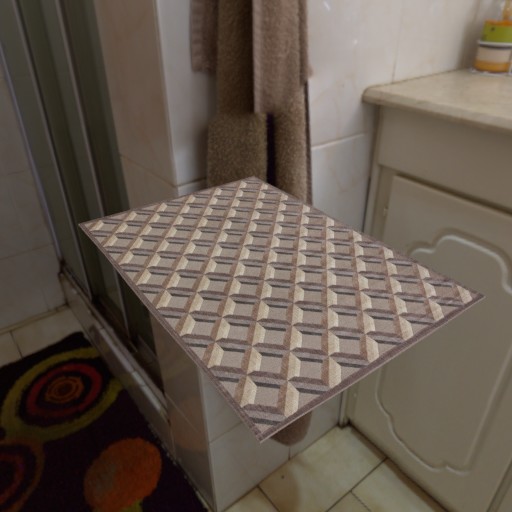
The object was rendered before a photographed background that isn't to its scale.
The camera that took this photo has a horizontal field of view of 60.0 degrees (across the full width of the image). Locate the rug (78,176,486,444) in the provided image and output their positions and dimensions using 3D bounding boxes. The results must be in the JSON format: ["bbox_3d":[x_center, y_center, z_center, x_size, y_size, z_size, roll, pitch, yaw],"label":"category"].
[{"bbox_3d":[0.000,0.000,2.895,1.600,0.013,2.260,-21,38,-30],"label":"rug"}]
